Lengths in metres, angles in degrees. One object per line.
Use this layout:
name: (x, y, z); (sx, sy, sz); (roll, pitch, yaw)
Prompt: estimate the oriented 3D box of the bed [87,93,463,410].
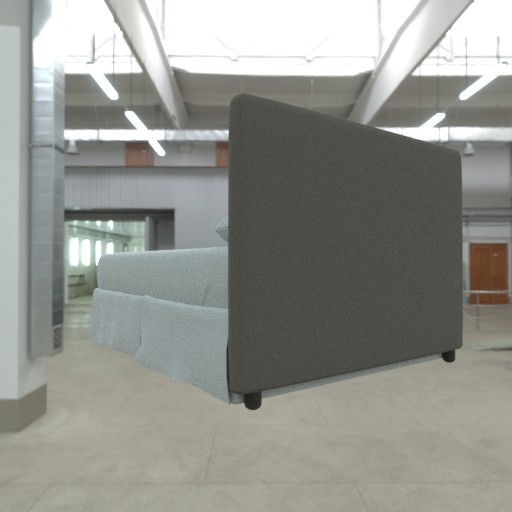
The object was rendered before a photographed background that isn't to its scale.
bed: (0.000, 0.000, 3.129); (1.748, 1.330, 2.142); (1, -1, -36)
